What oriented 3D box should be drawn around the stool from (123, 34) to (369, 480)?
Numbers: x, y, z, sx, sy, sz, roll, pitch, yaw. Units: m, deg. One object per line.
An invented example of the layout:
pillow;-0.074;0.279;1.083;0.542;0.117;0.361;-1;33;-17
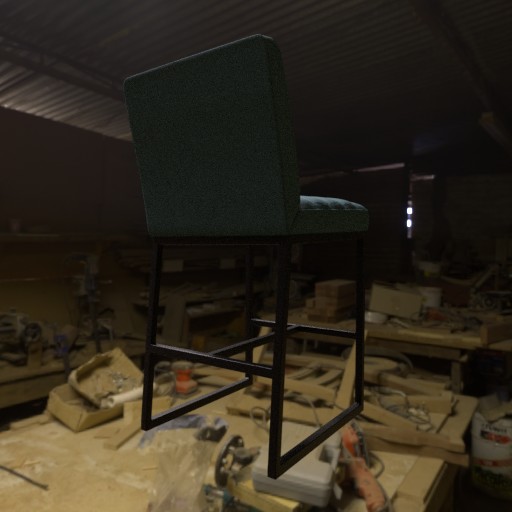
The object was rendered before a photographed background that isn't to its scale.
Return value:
stool;0.000;0.000;1.249;0.460;0.940;0.560;1;2;36
